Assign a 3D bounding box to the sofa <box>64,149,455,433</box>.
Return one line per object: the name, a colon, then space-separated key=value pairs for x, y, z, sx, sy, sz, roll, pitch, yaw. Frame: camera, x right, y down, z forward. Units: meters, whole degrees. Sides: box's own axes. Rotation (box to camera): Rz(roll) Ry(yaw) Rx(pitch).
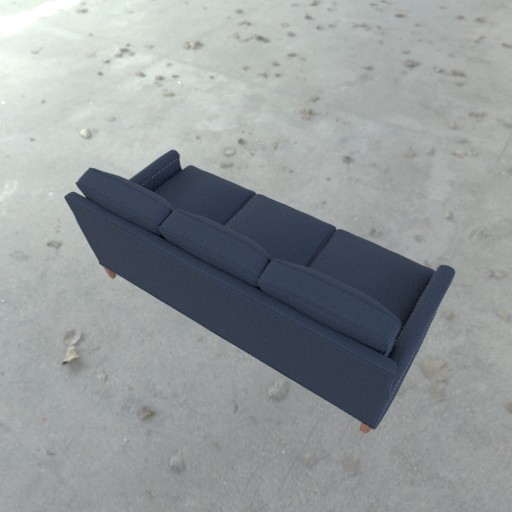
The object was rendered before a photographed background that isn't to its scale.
sofa: x=0.000 y=0.000 z=2.873 sx=2.246 sy=1.003 sz=1.084 roll=26 pitch=52 yaw=23
